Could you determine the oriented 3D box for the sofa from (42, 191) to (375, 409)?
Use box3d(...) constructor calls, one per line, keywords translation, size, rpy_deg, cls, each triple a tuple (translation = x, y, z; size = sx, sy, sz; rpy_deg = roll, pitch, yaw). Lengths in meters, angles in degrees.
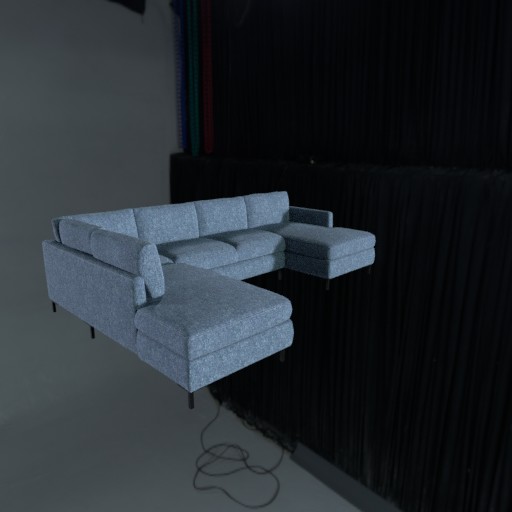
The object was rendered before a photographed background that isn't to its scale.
box3d(translation=(0.000, 0.000, 3.627), size=(2.737, 0.756, 1.879), rpy_deg=(-14, 20, -43), cls="sofa")
